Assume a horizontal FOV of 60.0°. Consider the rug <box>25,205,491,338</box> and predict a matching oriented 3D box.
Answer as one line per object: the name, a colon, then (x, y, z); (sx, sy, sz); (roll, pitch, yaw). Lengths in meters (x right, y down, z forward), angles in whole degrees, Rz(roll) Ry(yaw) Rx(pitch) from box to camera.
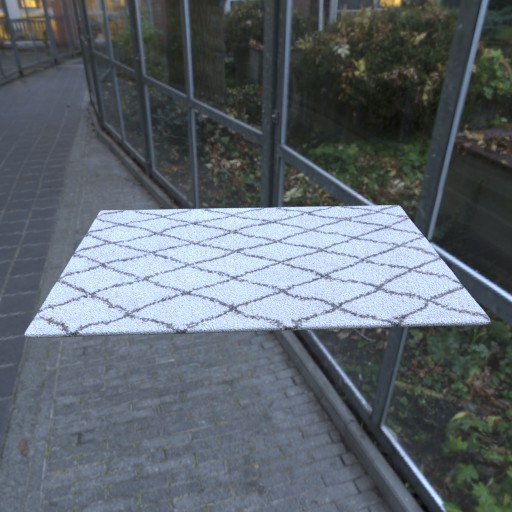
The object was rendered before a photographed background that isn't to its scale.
rug: (0.000, 0.000, 2.956); (2.438, 0.030, 1.524); (-1, 30, -2)
